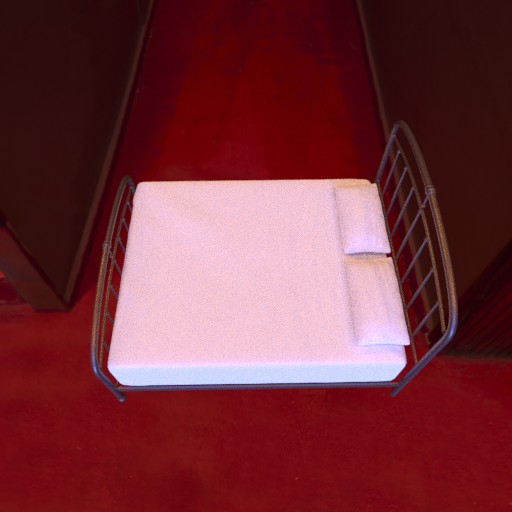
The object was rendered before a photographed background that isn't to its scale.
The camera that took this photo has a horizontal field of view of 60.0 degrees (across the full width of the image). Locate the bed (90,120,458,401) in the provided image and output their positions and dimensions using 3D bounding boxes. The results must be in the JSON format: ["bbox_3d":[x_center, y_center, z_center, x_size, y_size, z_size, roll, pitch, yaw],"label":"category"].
[{"bbox_3d":[0.000,0.000,3.265,2.168,1.475,1.711,-1,58,-1],"label":"bed"}]
